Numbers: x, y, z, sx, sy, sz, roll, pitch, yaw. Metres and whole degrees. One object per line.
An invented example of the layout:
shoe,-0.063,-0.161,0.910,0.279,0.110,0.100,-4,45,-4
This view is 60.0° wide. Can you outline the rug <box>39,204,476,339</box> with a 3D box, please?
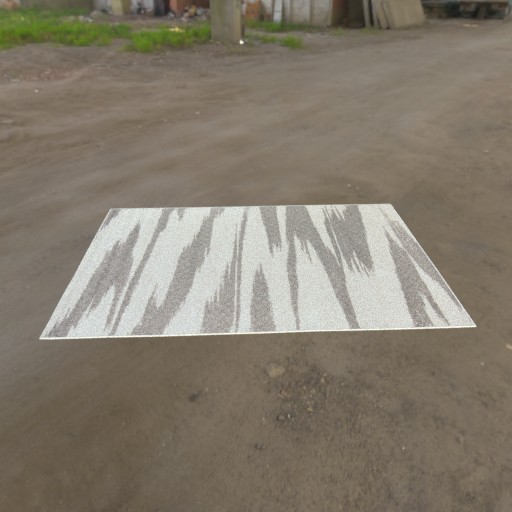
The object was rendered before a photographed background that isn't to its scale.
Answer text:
rug,0.000,0.000,2.363,1.827,0.008,1.225,-1,32,-2
